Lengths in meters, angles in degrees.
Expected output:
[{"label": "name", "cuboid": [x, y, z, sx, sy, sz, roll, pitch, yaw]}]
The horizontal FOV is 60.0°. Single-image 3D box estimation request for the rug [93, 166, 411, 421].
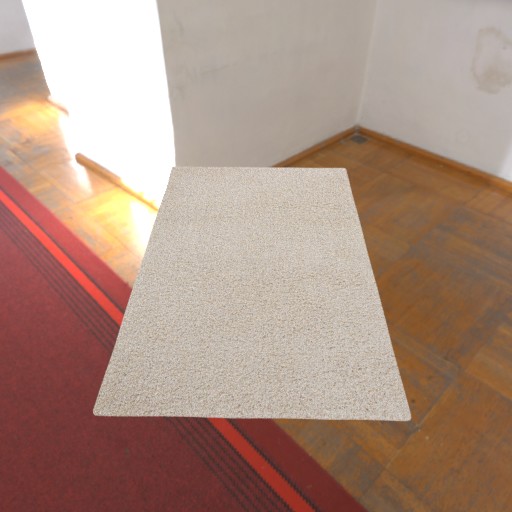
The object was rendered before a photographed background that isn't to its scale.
[{"label": "rug", "cuboid": [0.000, 0.000, 3.496, 1.778, 0.030, 2.743, 1, 41, 1]}]
